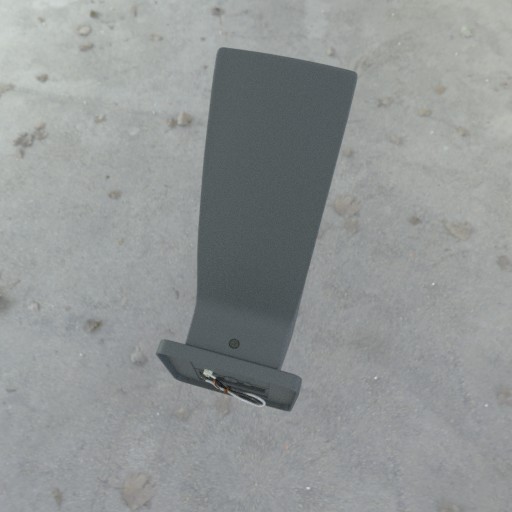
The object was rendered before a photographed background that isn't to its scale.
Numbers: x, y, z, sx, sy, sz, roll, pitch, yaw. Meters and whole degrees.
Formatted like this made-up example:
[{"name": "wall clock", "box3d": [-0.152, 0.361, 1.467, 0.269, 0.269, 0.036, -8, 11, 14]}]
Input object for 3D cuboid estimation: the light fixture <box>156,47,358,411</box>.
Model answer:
[{"name": "light fixture", "box3d": [0.000, 0.000, 0.328, 0.108, 0.243, 0.174, 14, 64, 7]}]
